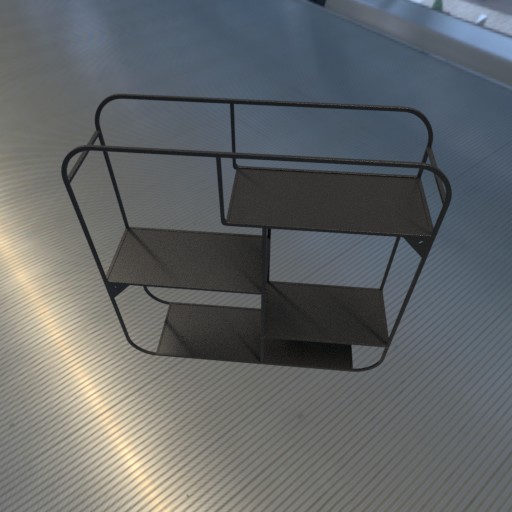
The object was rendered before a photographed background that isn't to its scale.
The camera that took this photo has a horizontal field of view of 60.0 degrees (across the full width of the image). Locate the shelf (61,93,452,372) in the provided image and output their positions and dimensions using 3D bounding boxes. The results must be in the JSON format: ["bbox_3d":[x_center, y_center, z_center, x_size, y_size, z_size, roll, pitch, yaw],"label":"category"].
[{"bbox_3d":[0.000,0.000,0.910,0.600,0.600,0.160,4,48,4],"label":"shelf"}]
